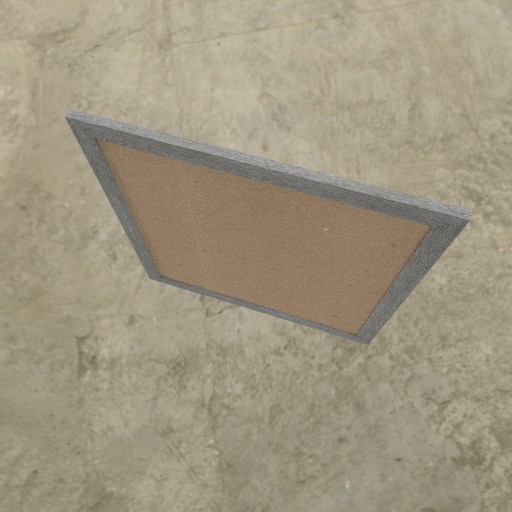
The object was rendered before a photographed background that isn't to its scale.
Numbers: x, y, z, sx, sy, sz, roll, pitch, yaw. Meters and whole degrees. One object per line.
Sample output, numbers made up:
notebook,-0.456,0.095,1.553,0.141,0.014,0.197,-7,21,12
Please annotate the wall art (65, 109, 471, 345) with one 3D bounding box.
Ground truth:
wall art,0.000,0.000,1.024,0.685,0.685,0.020,16,64,8
